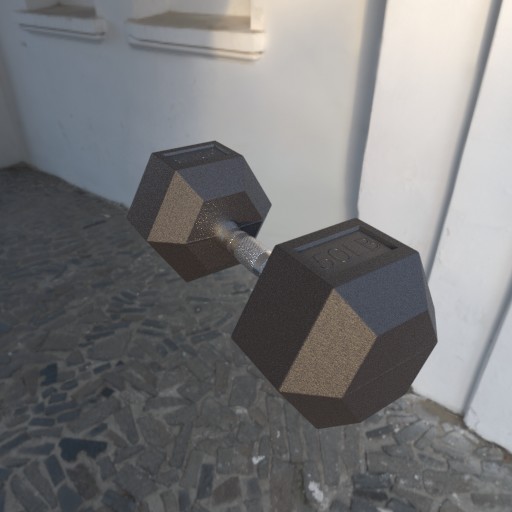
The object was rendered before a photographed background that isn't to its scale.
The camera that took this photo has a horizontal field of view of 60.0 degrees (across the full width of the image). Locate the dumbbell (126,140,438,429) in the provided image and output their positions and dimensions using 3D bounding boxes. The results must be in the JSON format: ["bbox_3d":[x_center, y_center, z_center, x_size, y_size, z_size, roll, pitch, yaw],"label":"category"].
[{"bbox_3d":[0.000,0.000,0.474,0.173,0.150,0.384,-19,37,-27],"label":"dumbbell"}]
